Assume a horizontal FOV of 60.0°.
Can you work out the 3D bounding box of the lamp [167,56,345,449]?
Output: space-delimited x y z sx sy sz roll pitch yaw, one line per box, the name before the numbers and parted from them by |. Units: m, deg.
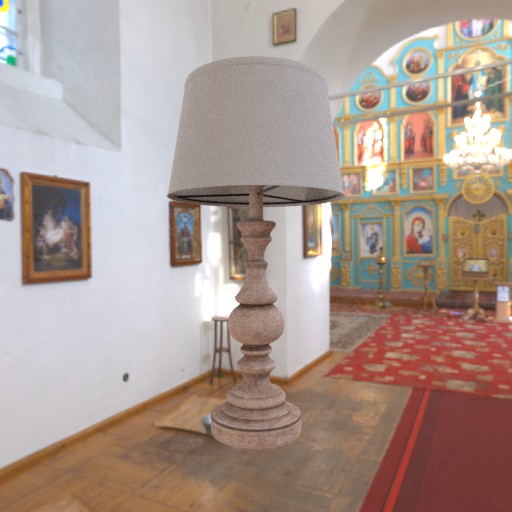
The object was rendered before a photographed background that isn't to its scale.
lamp | 0.000 0.000 0.863 0.340 0.678 0.340 0 0 0
